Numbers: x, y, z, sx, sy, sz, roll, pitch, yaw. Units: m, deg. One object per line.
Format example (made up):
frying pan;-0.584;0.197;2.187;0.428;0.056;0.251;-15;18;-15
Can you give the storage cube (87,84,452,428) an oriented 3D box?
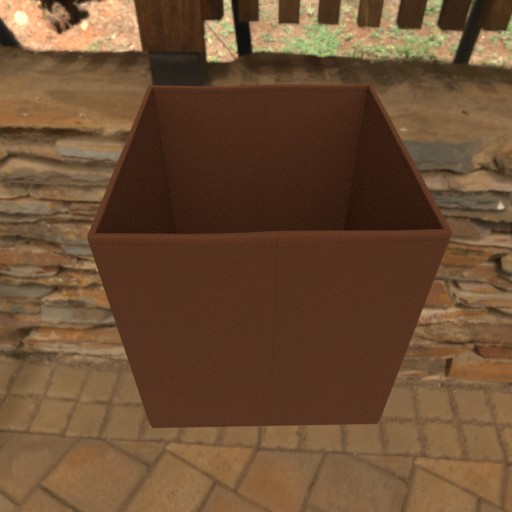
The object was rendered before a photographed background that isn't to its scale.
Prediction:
storage cube;0.000;0.000;0.494;0.270;0.280;0.270;-1;42;-1
